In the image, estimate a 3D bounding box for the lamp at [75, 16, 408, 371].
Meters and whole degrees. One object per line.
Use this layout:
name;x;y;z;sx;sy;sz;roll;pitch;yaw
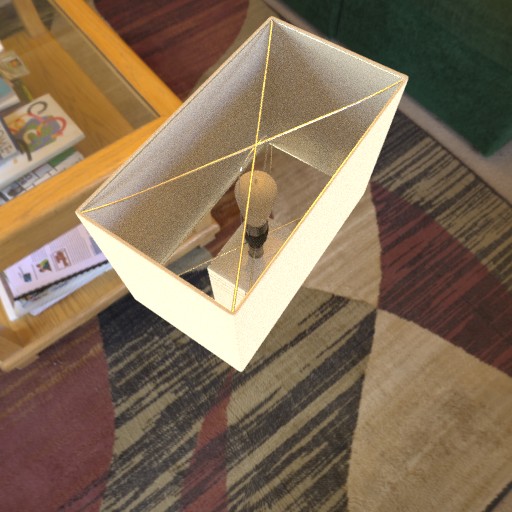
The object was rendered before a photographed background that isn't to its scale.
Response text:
lamp;0.000;0.000;0.692;0.182;0.543;0.334;31;68;14
